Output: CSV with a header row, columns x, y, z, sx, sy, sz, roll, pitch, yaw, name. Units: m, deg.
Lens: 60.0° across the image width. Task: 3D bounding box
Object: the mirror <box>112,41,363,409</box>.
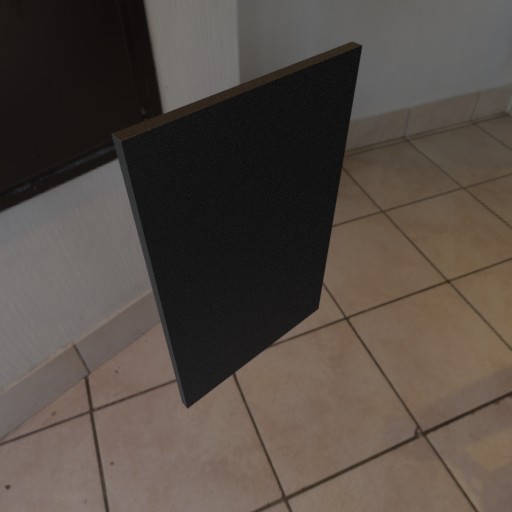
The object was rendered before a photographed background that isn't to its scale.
x,y,z,sx,sy,sz,roll,pitch,yaw,name
0.000,0.000,1.522,0.762,1.219,0.038,-32,54,-27,mirror
